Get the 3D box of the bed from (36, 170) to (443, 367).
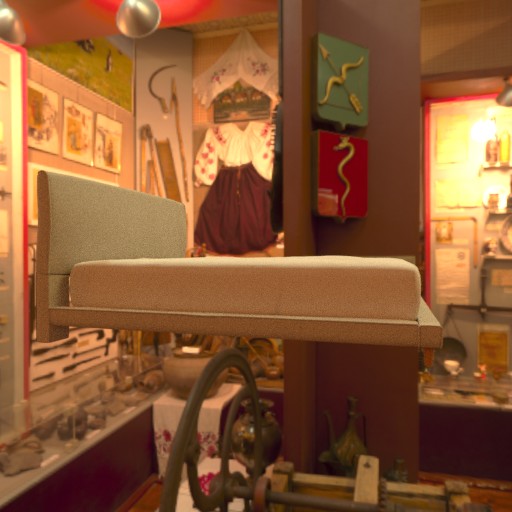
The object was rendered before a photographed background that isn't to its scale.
[{"bbox_3d":[0.000,0.000,3.443,2.498,1.126,1.980,0,1,17],"label":"bed"}]
